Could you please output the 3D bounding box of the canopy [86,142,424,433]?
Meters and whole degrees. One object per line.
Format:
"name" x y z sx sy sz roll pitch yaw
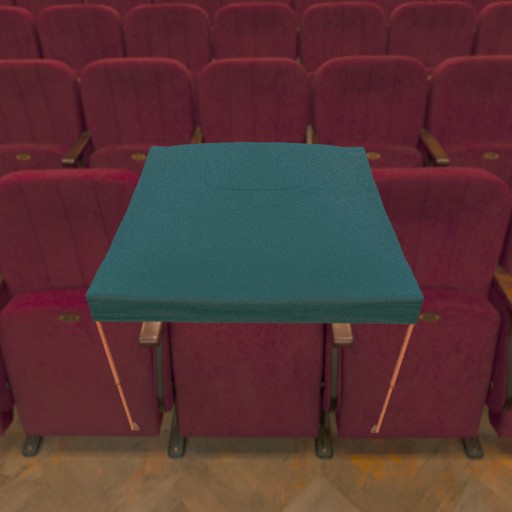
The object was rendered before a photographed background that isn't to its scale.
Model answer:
"canopy" 0.000 0.000 5.496 2.998 2.997 2.996 0 39 0
